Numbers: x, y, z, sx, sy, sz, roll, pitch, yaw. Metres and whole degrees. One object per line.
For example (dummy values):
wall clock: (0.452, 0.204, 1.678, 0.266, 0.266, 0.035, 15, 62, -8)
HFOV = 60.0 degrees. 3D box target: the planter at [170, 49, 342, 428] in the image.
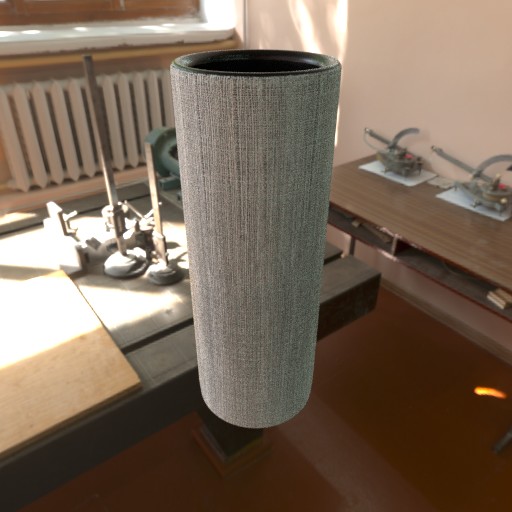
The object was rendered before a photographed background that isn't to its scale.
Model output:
planter: (0.000, 0.000, 0.330, 0.100, 0.270, 0.100, -1, 32, -2)
